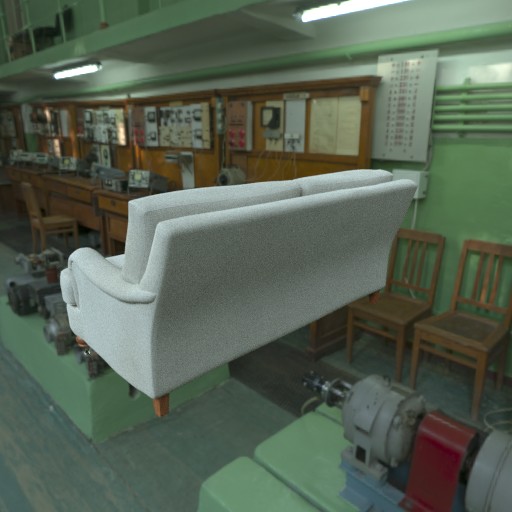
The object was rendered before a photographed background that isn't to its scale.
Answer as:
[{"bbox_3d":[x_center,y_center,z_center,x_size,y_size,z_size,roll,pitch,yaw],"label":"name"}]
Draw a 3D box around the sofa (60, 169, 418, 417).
[{"bbox_3d":[0.000,0.000,2.743,1.091,0.997,2.070,15,22,42],"label":"sofa"}]
